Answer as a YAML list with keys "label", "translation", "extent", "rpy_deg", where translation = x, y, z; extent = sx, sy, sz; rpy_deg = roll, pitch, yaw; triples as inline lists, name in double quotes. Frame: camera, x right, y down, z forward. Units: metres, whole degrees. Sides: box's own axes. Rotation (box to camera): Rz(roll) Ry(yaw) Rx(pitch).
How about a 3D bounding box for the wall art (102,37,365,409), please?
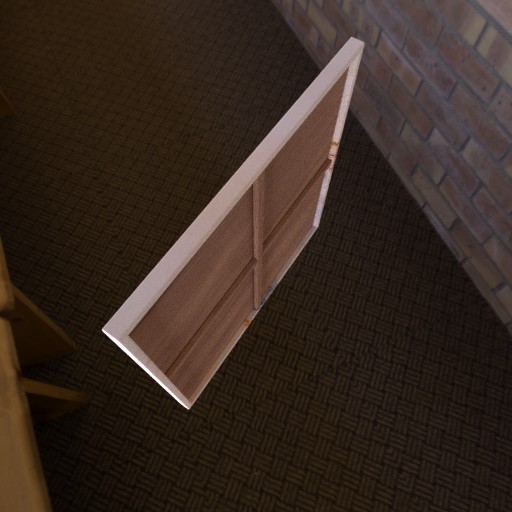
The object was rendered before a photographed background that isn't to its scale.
- label: "wall art"
  translation: [0.000, 0.000, 1.313]
  extent: [0.038, 0.889, 0.889]
  rpy_deg: [31, 68, 14]
